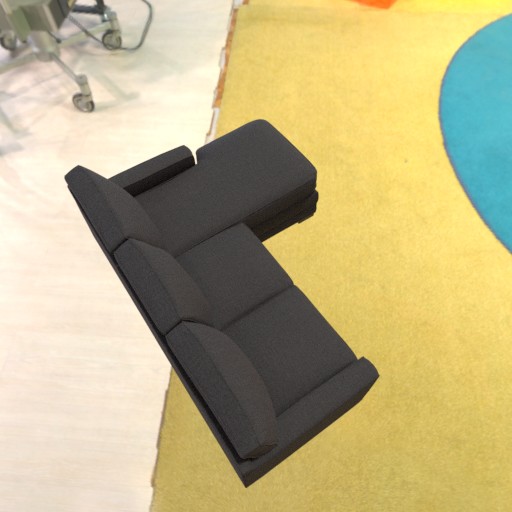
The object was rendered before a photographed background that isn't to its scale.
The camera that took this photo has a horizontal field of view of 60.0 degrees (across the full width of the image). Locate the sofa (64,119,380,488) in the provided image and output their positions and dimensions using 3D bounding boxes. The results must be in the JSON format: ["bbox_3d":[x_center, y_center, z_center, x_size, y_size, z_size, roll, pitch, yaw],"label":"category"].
[{"bbox_3d":[0.000,0.000,3.236,1.790,0.973,2.370,-30,62,-18],"label":"sofa"}]
